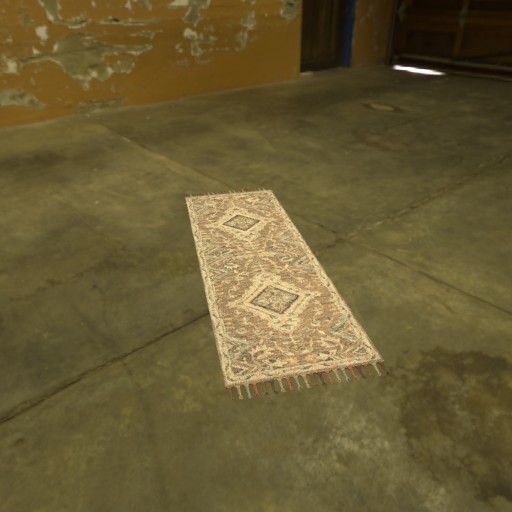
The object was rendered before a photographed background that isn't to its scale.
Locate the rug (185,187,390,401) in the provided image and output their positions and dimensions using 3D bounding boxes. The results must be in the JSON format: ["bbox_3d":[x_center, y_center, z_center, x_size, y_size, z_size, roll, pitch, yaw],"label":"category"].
[{"bbox_3d":[0.000,0.000,2.863,1.324,0.018,2.378,2,31,3],"label":"rug"}]
